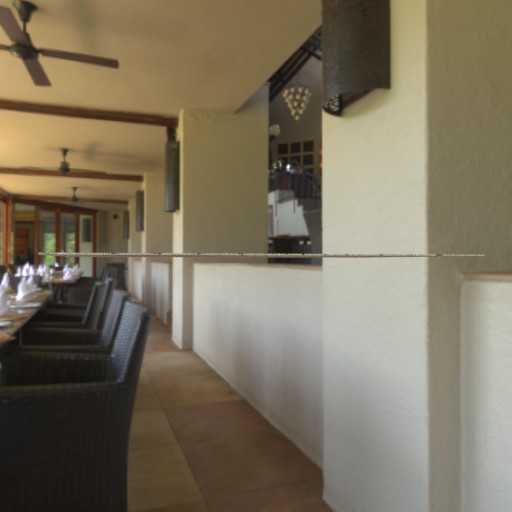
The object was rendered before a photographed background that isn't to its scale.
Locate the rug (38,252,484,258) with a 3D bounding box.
[{"bbox_3d":[0.000,0.000,2.463,2.006,0.008,1.196,0,-1,-17],"label":"rug"}]
